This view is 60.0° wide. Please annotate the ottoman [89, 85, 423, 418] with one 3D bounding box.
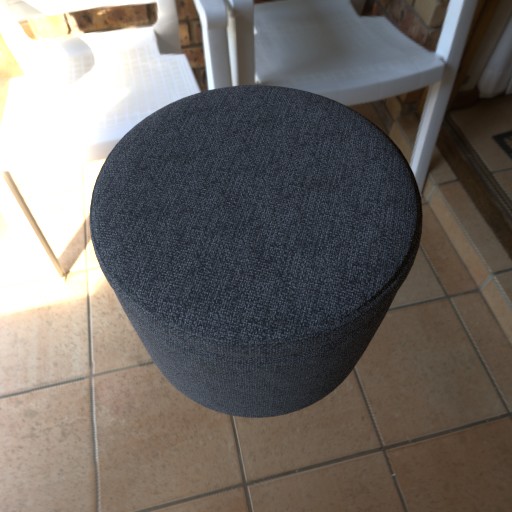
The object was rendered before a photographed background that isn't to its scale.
[{"bbox_3d":[0.000,0.000,0.852,0.520,0.430,0.520,0,57,0],"label":"ottoman"}]
